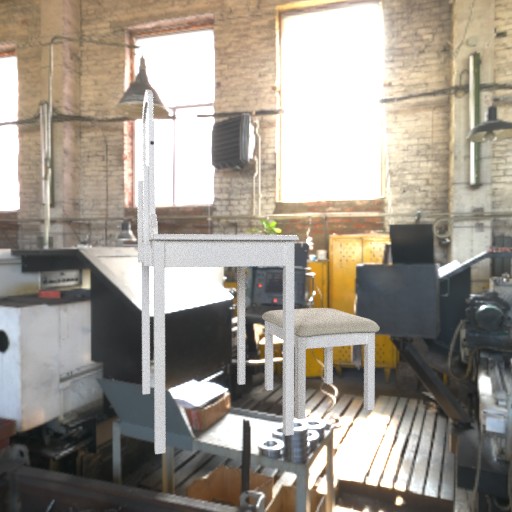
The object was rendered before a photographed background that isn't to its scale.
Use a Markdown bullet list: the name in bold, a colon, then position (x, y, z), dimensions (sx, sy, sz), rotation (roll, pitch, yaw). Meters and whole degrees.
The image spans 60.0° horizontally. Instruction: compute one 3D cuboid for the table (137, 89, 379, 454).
- **table**: position (0.000, 0.000, 2.400), dimensions (1.211, 1.631, 0.876), rotation (0, 1, -18)
